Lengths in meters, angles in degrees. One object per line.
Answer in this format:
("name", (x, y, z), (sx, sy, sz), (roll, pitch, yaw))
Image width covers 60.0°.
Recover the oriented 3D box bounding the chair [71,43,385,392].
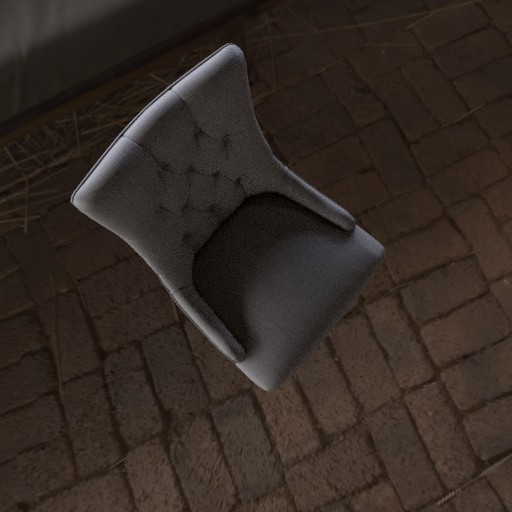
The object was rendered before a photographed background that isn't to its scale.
("chair", (0.000, 0.000, 1.206), (0.565, 0.874, 0.509), (40, 80, 9))
